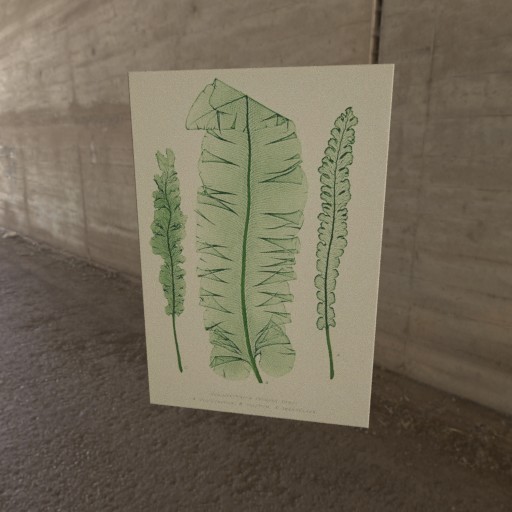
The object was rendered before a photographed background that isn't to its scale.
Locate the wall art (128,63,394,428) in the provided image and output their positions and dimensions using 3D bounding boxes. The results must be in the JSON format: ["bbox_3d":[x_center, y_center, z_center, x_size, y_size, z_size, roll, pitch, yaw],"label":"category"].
[{"bbox_3d":[0.000,0.000,0.777,0.418,0.608,0.038,3,15,10],"label":"wall art"}]
